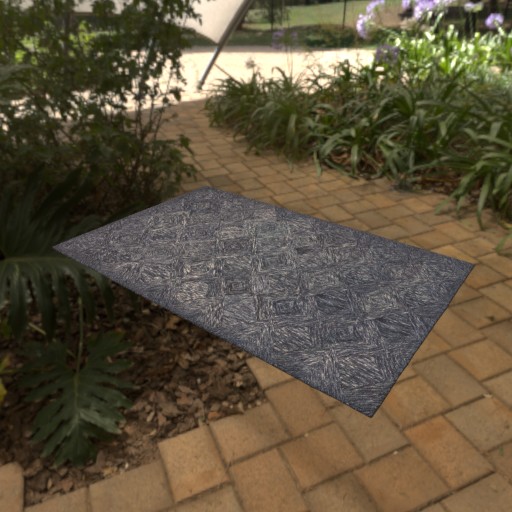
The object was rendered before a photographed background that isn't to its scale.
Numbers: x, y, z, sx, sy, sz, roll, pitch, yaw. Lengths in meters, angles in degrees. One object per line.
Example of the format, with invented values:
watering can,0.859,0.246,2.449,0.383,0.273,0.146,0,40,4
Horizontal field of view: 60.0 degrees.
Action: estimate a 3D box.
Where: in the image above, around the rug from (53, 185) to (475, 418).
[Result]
rug,0.000,0.000,2.174,1.754,0.010,1.139,21,35,32
